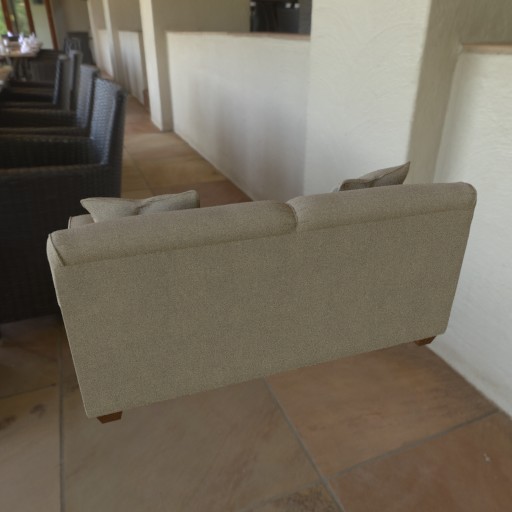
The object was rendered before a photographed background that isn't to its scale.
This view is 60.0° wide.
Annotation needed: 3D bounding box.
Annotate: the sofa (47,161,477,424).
[{"bbox_3d":[0.000,0.000,2.351,1.846,0.958,0.998,-9,28,-17],"label":"sofa"}]
